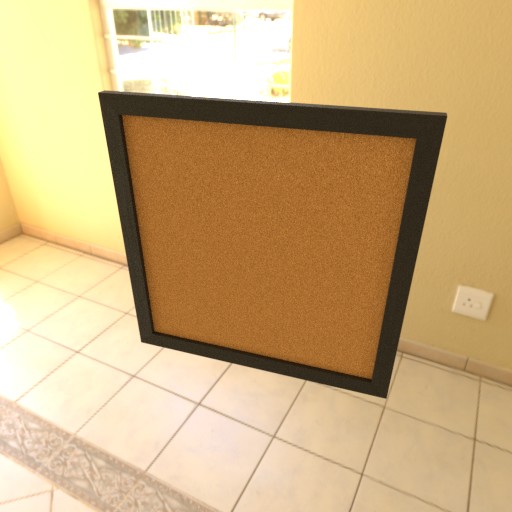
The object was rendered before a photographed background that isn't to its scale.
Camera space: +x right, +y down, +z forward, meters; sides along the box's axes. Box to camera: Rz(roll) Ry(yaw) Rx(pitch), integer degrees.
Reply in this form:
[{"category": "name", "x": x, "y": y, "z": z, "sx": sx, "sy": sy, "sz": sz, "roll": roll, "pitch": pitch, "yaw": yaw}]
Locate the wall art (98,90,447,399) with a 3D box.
[{"category": "wall art", "x": 0.000, "y": 0.000, "z": 1.514, "sx": 1.016, "sy": 1.016, "sz": 0.038, "roll": 9, "pitch": 32, "yaw": 15}]
